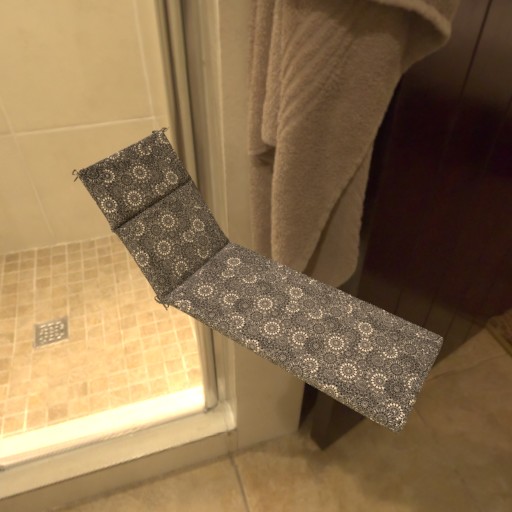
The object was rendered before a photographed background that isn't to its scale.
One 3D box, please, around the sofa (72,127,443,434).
[{"bbox_3d":[0.000,0.000,1.978,1.663,0.622,0.582,25,47,26],"label":"sofa"}]
